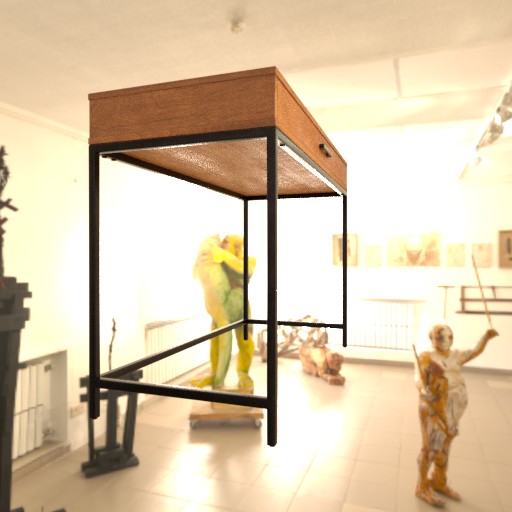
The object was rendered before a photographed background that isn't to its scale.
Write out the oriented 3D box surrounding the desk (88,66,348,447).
[{"bbox_3d":[0.000,0.000,1.436,0.470,0.762,1.016,0,0,20],"label":"desk"}]
